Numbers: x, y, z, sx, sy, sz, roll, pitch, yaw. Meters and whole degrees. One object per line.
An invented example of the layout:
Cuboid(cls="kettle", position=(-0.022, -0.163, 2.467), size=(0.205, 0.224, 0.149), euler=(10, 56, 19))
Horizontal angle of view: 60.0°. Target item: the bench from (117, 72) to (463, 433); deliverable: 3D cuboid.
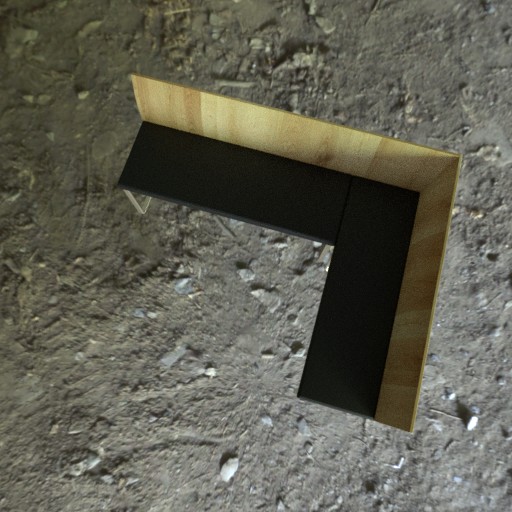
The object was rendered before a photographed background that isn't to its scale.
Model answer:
Cuboid(cls="bench", position=(0.000, 0.000, 2.773), size=(1.945, 0.930, 1.495), euler=(15, 75, 4))
